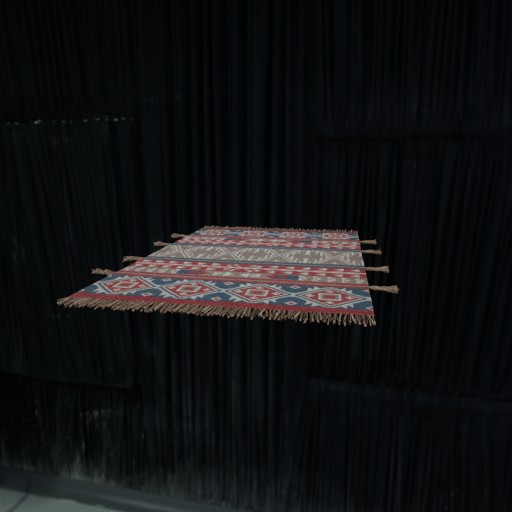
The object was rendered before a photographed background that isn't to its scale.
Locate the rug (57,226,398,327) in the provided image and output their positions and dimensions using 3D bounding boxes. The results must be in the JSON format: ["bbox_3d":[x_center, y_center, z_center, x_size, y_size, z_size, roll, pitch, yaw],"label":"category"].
[{"bbox_3d":[0.000,0.000,2.587,1.469,0.040,2.025,2,13,11],"label":"rug"}]
